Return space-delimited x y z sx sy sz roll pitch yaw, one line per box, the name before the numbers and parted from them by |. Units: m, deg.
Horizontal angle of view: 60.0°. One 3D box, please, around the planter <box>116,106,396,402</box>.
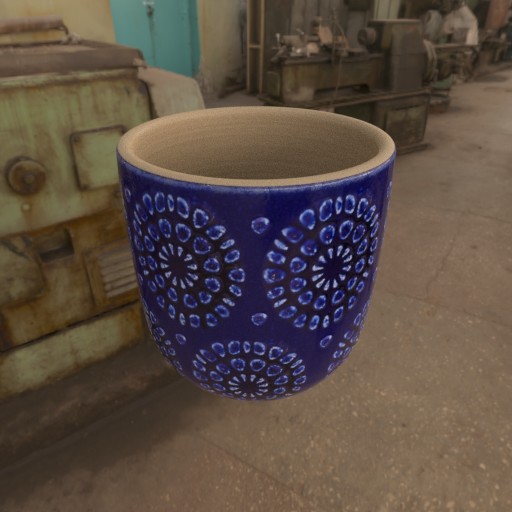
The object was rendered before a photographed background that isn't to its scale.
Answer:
planter | 0.000 0.000 0.204 0.109 0.112 0.109 0 30 0
